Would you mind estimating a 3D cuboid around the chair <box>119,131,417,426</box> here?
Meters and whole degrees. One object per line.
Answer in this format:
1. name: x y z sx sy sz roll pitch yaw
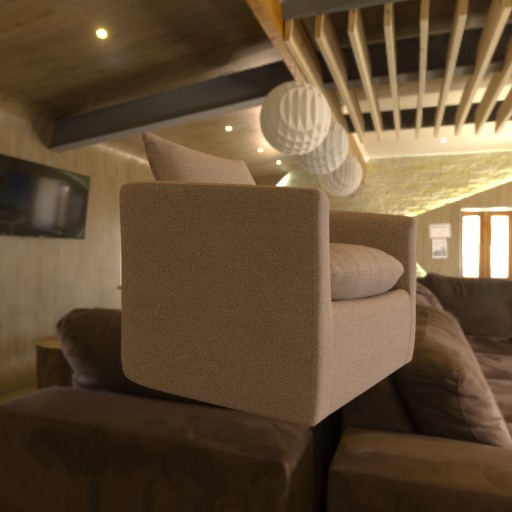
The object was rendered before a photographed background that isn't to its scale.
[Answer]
1. chair: 0.000 0.000 1.579 0.910 0.848 0.845 0 -1 35
